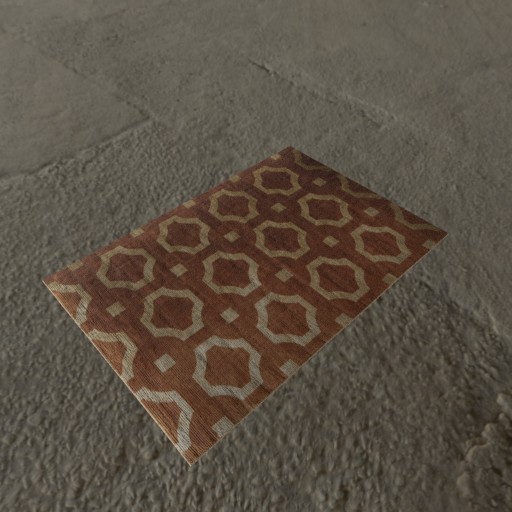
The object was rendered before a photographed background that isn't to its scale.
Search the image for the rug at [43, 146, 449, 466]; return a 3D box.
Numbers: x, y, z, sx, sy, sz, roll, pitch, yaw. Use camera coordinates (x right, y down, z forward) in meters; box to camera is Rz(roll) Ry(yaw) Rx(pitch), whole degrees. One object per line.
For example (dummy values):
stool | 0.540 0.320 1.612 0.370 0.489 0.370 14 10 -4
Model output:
rug | 0.000 0.000 2.982 2.286 0.016 1.555 -34 55 -28
